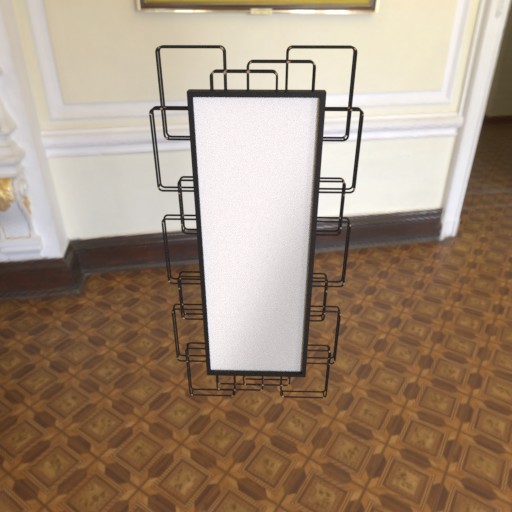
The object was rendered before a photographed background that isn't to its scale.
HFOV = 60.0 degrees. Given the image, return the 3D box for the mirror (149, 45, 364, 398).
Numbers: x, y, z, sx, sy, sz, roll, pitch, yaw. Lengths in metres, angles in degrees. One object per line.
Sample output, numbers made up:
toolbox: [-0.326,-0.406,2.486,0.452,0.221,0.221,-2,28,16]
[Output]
mirror: [0.000,0.000,1.388,0.565,1.192,0.037,1,29,1]
